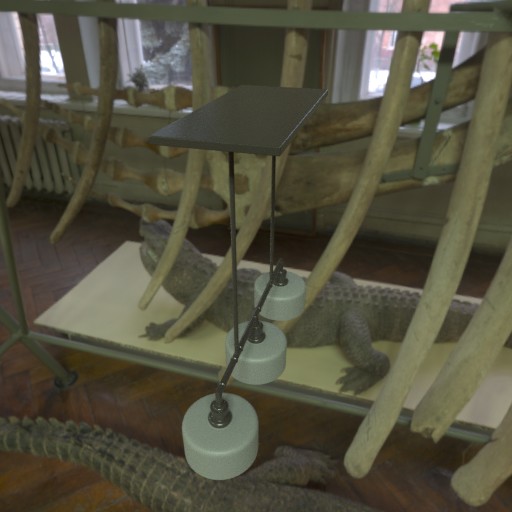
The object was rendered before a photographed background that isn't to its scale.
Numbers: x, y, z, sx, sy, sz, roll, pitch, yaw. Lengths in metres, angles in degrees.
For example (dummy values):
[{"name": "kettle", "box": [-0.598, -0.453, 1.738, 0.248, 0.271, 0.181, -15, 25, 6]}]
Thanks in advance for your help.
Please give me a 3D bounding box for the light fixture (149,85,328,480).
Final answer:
[{"name": "light fixture", "box": [0.000, 0.000, 0.859, 0.177, 0.557, 0.582, 8, 32, 14]}]
